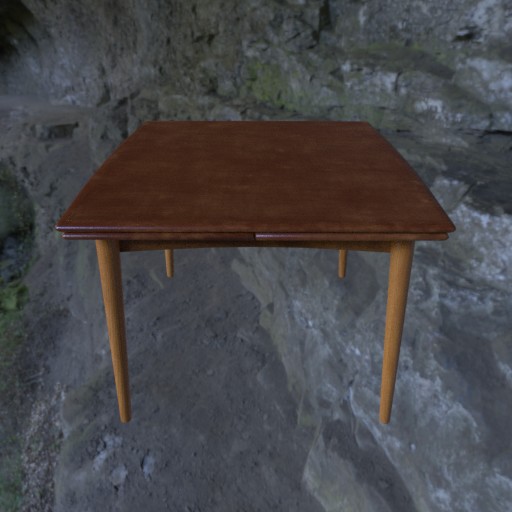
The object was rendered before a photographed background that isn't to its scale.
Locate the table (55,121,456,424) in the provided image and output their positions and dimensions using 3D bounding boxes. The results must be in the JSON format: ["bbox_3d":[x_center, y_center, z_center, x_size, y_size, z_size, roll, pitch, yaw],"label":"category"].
[{"bbox_3d":[0.000,0.000,1.652,0.991,0.754,0.991,0,31,0],"label":"table"}]
